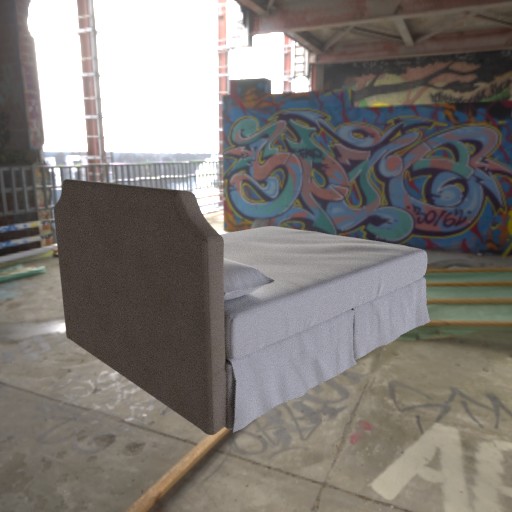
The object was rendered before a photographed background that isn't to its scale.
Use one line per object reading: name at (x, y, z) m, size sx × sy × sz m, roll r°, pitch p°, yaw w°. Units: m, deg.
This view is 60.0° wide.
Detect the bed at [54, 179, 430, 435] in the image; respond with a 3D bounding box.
bed at (0.000, 0.000, 3.638) m, size 1.977 × 1.293 × 2.498 m, roll 13°, pitch 18°, yaw 43°
